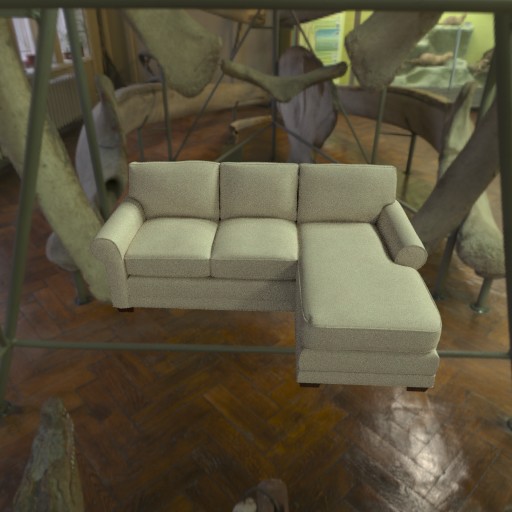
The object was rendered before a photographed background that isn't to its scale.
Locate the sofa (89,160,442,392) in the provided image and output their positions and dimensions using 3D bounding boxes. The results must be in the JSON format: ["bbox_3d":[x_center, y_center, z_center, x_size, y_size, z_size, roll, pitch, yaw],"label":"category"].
[{"bbox_3d":[0.000,0.000,2.401,1.770,0.734,1.226,2,30,3],"label":"sofa"}]
